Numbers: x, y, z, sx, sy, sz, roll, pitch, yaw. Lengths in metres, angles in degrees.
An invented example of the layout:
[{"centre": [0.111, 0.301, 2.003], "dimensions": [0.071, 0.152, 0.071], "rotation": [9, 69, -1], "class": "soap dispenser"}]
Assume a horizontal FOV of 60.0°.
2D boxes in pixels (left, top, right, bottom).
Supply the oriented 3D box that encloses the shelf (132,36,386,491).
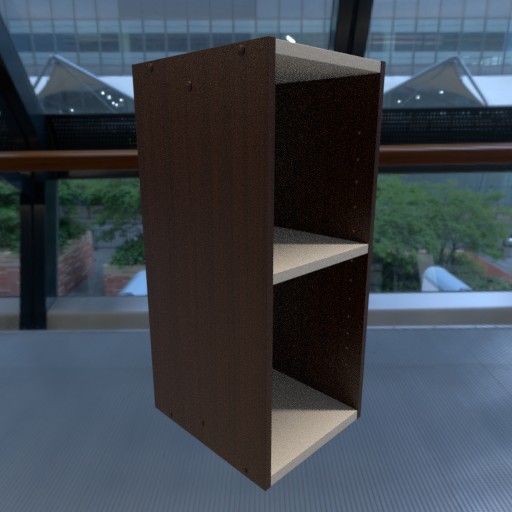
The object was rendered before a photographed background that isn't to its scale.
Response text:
[{"centre": [0.000, 0.000, 0.744], "dimensions": [0.253, 0.600, 0.290], "rotation": [-15, 21, -43], "class": "shelf"}]
